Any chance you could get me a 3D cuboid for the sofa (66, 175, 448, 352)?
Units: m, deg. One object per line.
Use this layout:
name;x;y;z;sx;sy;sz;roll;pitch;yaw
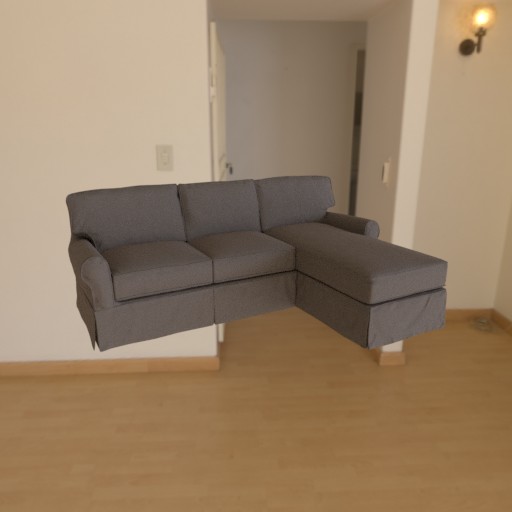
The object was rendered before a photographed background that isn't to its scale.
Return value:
sofa;0.000;0.000;3.325;2.475;0.978;1.733;-9;19;-27
